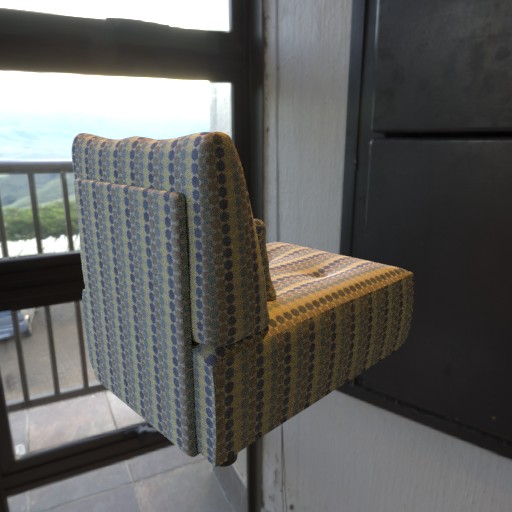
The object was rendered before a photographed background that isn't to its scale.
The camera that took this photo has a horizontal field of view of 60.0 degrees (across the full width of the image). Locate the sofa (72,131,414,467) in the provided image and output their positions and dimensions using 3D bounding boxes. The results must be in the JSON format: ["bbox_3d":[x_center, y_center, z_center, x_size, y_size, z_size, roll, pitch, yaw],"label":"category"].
[{"bbox_3d":[0.000,0.000,1.538,1.000,0.820,0.700,-14,20,-43],"label":"sofa"}]
